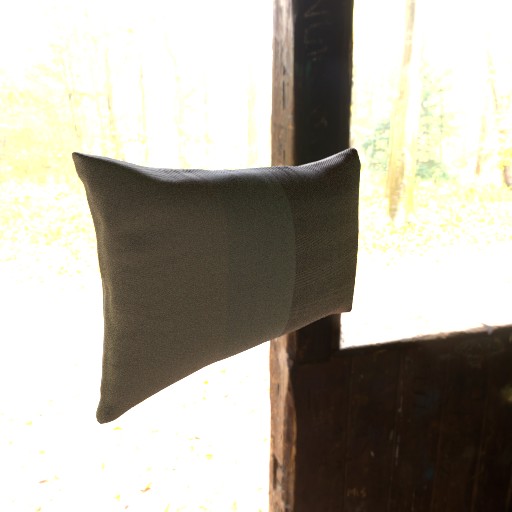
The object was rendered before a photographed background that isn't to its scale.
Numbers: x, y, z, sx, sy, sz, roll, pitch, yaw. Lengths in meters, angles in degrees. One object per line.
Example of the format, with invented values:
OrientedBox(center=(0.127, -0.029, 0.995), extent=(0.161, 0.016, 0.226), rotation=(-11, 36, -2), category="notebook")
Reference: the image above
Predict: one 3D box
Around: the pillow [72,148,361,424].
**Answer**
OrientedBox(center=(0.000, 0.000, 0.637), extent=(0.139, 0.305, 0.506), rotation=(13, 18, 43), category="pillow")
